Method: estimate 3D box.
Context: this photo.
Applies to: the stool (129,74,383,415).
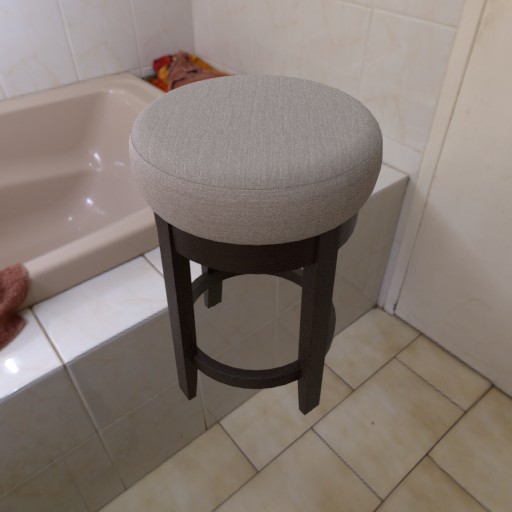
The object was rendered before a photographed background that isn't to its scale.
[{"bbox_3d":[0.000,0.000,0.968,0.443,0.672,0.443,0,41,0],"label":"stool"}]
